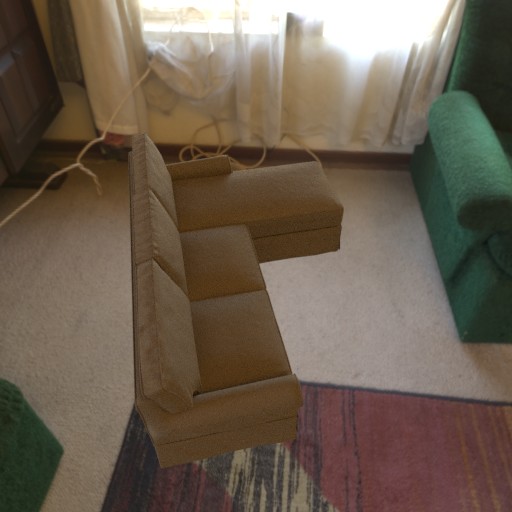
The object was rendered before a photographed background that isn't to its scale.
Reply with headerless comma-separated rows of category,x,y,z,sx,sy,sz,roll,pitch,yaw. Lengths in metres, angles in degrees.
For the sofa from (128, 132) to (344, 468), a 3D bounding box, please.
sofa,0.000,0.000,3.331,1.733,0.978,2.475,-9,46,-9
